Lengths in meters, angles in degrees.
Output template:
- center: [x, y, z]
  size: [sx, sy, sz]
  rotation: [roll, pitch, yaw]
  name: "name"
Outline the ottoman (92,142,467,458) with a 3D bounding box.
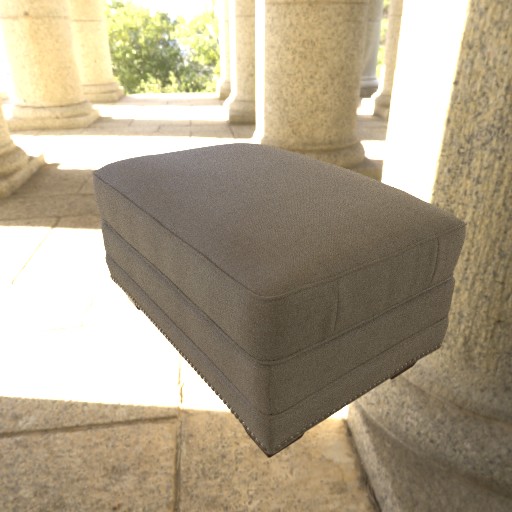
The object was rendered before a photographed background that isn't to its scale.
- center: [0.000, 0.000, 1.126]
  size: [0.559, 0.458, 0.813]
  rotation: [-18, 32, -32]
  name: "ottoman"
